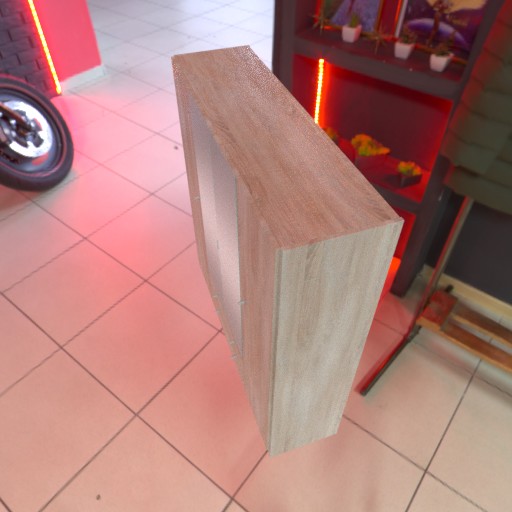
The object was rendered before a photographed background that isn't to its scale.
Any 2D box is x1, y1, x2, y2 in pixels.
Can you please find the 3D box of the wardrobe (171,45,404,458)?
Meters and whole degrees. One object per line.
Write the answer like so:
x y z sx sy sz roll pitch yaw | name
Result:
0.000 0.000 3.196 0.598 2.159 1.998 -14 48 -13 | wardrobe
